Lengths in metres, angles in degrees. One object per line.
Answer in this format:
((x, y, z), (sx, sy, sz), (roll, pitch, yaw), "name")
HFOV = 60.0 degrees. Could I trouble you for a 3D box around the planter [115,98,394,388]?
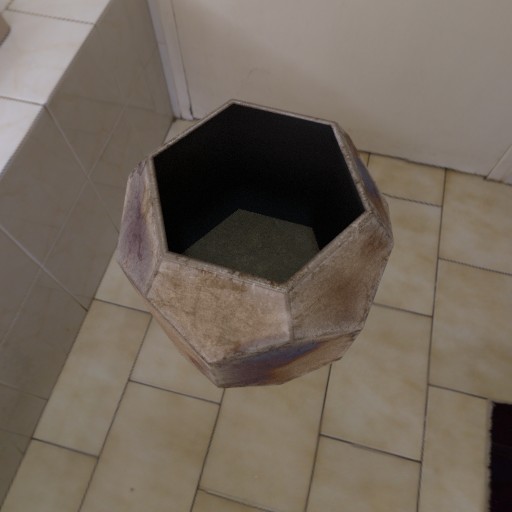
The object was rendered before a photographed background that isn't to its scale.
((0.000, 0.000, 0.430), (0.221, 0.238, 0.243), (15, 65, 7), "planter")
